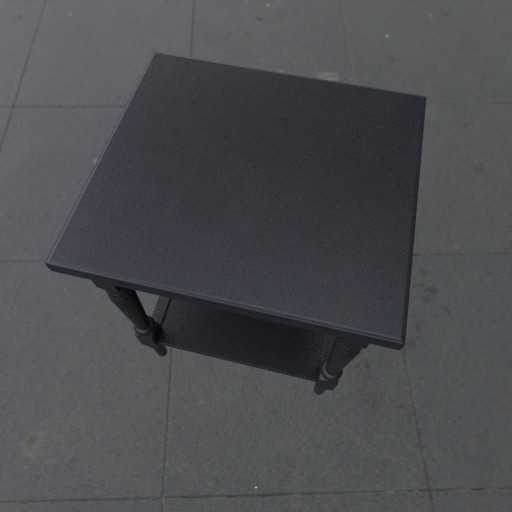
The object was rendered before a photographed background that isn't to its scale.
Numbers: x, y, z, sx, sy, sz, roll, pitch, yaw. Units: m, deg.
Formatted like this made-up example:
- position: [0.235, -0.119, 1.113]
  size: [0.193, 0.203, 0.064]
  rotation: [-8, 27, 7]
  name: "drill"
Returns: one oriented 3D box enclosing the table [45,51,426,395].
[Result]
- position: [0.000, 0.000, 0.923]
  size: [0.488, 0.565, 0.442]
  rotation: [12, 63, 6]
  name: "table"
